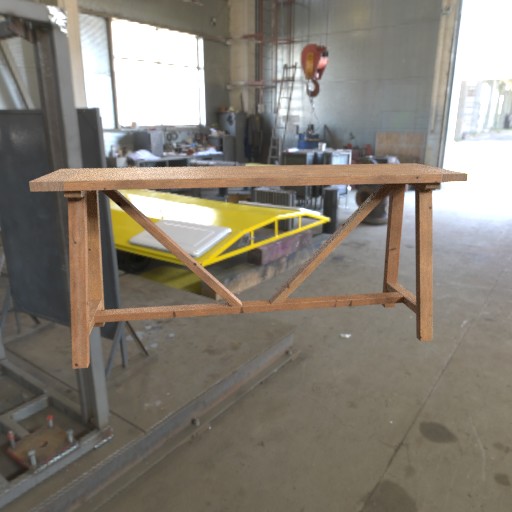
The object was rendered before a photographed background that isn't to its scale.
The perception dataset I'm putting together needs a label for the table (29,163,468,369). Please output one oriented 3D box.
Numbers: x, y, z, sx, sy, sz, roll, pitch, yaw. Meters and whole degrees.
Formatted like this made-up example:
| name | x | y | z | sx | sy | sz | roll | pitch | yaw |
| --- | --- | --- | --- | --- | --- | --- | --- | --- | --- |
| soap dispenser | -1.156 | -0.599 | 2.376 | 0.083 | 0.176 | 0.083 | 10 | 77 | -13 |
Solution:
| name | x | y | z | sx | sy | sz | roll | pitch | yaw |
| --- | --- | --- | --- | --- | --- | --- | --- | --- | --- |
| table | 0.000 | 0.000 | 2.136 | 1.800 | 0.810 | 0.465 | -3 | 17 | -8 |
